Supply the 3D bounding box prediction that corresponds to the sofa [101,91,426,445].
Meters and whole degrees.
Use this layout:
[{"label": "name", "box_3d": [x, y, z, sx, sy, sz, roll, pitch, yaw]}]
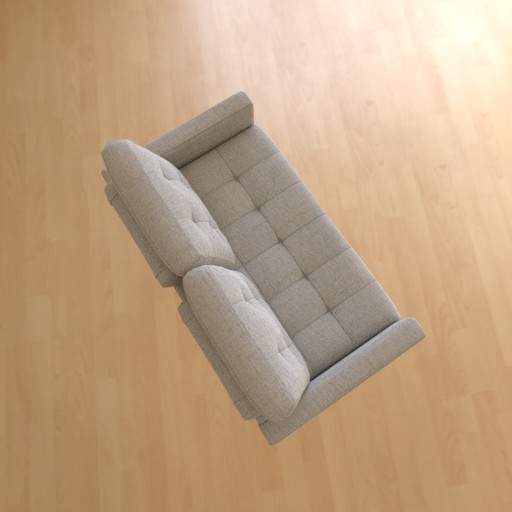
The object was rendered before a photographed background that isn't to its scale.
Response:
[{"label": "sofa", "box_3d": [0.000, 0.000, 2.031, 0.842, 0.907, 1.407, -33, 78, -8]}]
